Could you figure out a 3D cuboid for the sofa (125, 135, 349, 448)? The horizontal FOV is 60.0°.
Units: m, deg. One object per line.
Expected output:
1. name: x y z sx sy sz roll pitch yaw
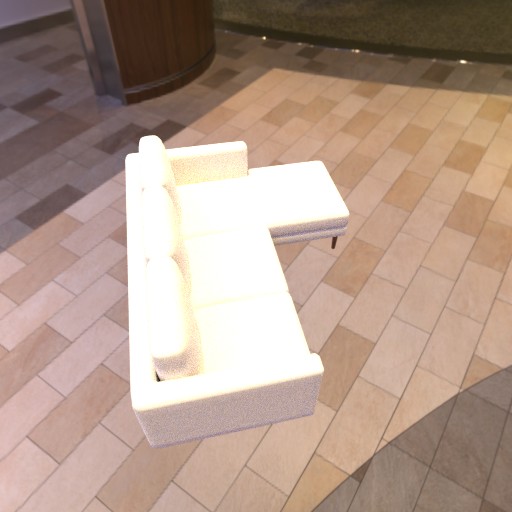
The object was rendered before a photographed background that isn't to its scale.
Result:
1. sofa: 0.000 0.000 2.929 1.580 0.899 2.029 -9 48 -8
